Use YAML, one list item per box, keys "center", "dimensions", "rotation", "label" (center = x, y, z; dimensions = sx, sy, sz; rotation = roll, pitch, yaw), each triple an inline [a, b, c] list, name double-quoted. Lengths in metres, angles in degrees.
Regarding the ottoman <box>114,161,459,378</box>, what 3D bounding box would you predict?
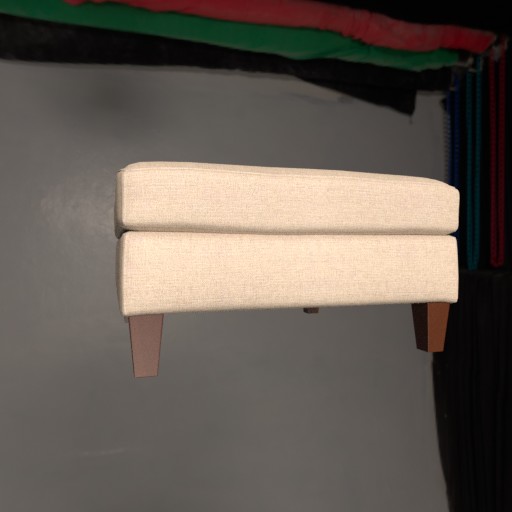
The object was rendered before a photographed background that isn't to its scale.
- center: [0.000, 0.000, 1.378]
  dimensions: [0.838, 0.481, 0.838]
  rotation: [0, 1, -18]
  label: "ottoman"
